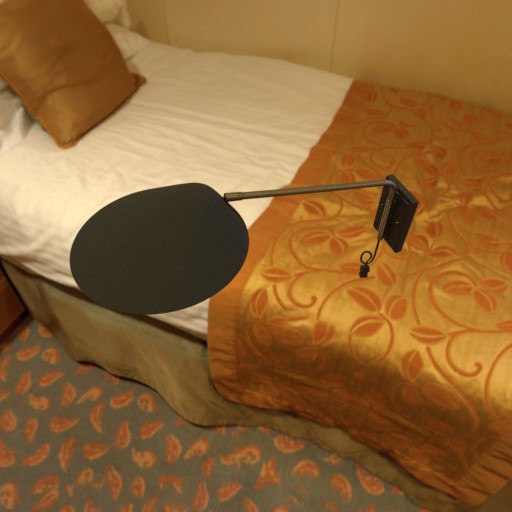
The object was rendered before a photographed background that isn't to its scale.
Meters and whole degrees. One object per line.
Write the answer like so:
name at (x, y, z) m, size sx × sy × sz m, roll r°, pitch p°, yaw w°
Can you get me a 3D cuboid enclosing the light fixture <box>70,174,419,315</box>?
light fixture at (0.000, 0.000, 0.696) m, size 0.516 × 0.312 × 0.240 m, roll -16°, pitch 49°, yaw -14°
